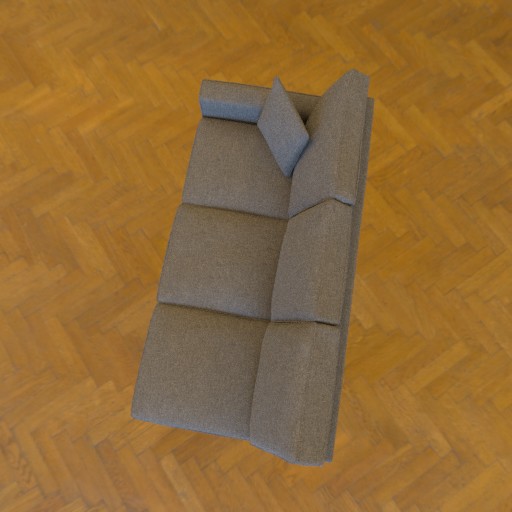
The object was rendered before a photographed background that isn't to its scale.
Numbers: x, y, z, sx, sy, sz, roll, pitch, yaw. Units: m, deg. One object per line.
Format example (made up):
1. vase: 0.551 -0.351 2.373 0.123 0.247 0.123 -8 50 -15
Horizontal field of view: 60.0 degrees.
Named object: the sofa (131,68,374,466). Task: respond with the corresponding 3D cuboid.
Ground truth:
1. sofa: 0.000 0.000 2.521 1.034 0.946 1.963 9 76 2
